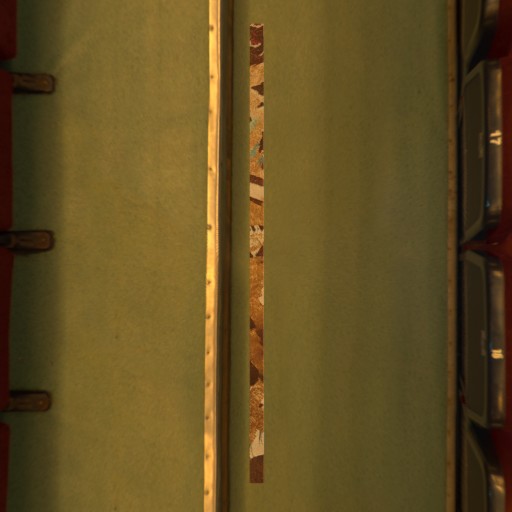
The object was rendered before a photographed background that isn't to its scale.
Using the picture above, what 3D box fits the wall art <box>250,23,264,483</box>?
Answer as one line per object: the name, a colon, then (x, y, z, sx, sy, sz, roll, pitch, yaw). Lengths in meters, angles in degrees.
wall art: (0.000, 0.000, 1.109, 0.028, 0.762, 0.757, 0, 89, 0)
